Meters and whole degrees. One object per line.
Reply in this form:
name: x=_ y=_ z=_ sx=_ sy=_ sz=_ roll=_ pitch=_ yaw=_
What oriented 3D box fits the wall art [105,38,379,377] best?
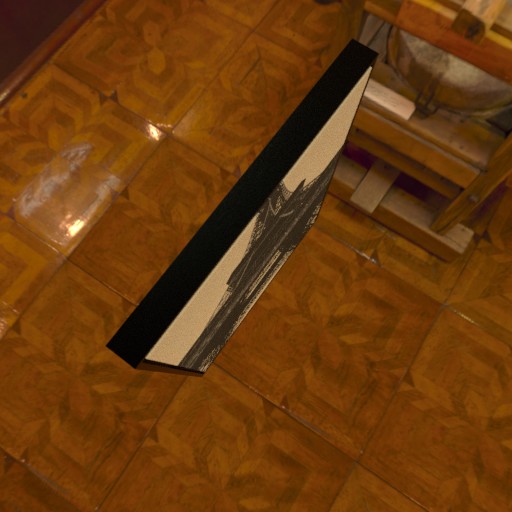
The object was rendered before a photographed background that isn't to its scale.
wall art: x=0.000 y=0.000 z=0.747 sx=0.039 sy=0.553 sz=0.451 roll=35 pitch=77 yaw=9
